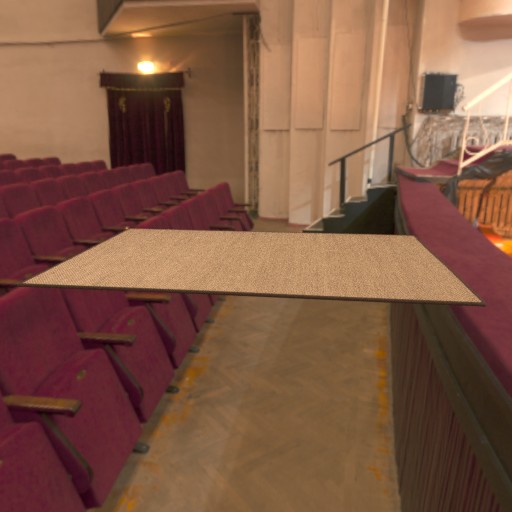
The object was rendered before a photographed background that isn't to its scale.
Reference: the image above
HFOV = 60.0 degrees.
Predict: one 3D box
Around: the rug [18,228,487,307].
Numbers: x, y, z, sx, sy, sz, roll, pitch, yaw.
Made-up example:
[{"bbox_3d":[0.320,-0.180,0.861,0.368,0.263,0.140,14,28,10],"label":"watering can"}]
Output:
[{"bbox_3d":[0.000,0.000,2.072,1.676,0.013,1.067,2,15,7],"label":"rug"}]
